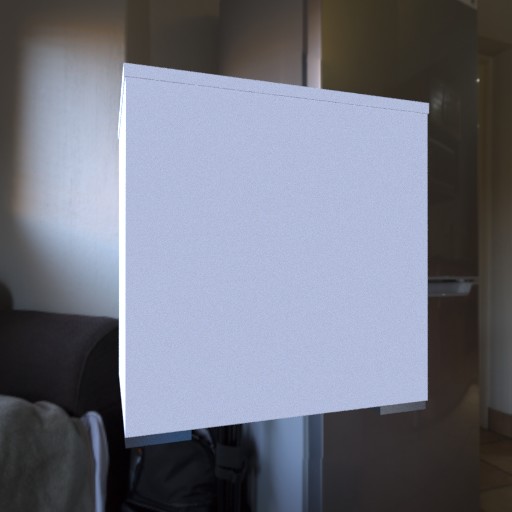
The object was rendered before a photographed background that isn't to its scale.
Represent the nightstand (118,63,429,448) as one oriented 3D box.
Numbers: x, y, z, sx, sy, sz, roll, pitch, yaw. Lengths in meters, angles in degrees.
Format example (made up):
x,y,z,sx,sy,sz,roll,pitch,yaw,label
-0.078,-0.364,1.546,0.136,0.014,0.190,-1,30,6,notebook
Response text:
x,y,z,sx,sy,sz,roll,pitch,yaw,label
0.000,0.000,0.752,0.441,0.460,0.325,0,0,-18,nightstand
